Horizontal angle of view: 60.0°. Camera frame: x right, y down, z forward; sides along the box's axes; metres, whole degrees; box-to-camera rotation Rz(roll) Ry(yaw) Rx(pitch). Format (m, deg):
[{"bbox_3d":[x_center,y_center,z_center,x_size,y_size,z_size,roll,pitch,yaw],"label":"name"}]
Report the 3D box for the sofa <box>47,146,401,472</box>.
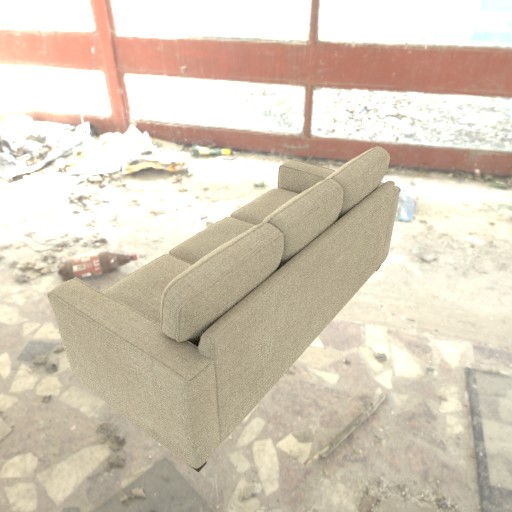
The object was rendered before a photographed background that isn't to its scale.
[{"bbox_3d":[0.000,0.000,2.650,0.939,0.965,2.133,22,39,30],"label":"sofa"}]
